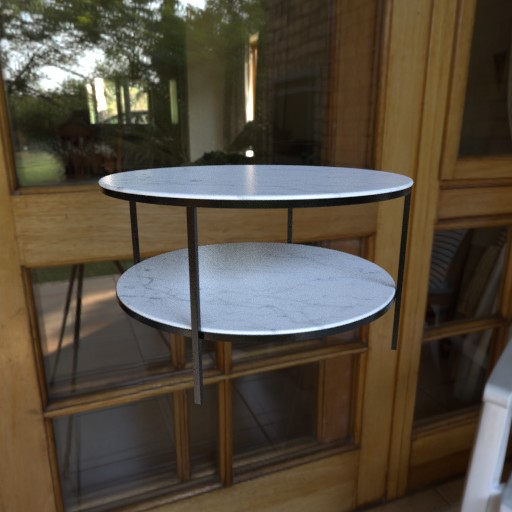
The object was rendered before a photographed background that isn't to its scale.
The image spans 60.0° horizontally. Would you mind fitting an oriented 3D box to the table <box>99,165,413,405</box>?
[{"bbox_3d":[0.000,0.000,1.251,0.800,0.450,0.800,0,16,0],"label":"table"}]
